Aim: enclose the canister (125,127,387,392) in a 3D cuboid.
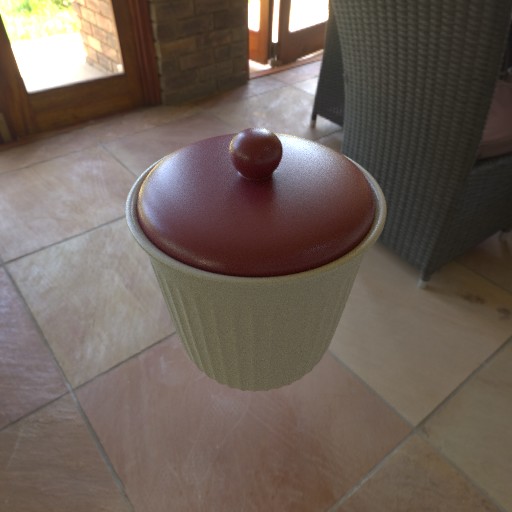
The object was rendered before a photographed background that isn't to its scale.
[{"bbox_3d":[0.000,0.000,0.353,0.181,0.211,0.181,0,41,0],"label":"canister"}]
